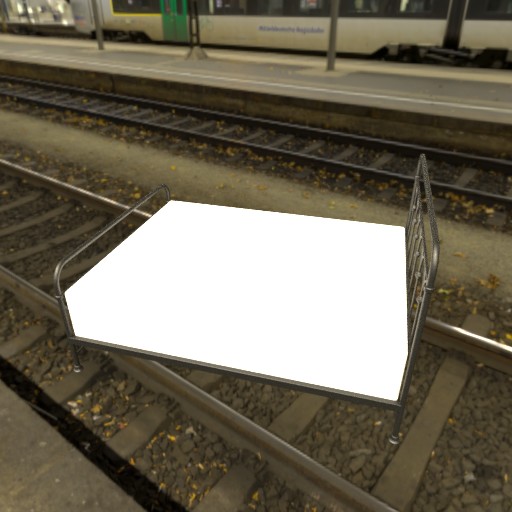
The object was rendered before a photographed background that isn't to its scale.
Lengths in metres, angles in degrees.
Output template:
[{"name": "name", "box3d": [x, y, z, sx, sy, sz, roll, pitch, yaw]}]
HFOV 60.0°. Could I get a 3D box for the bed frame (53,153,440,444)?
[{"name": "bed frame", "box3d": [0.000, 0.000, 3.207, 2.203, 1.276, 1.664, 8, 31, 14]}]
